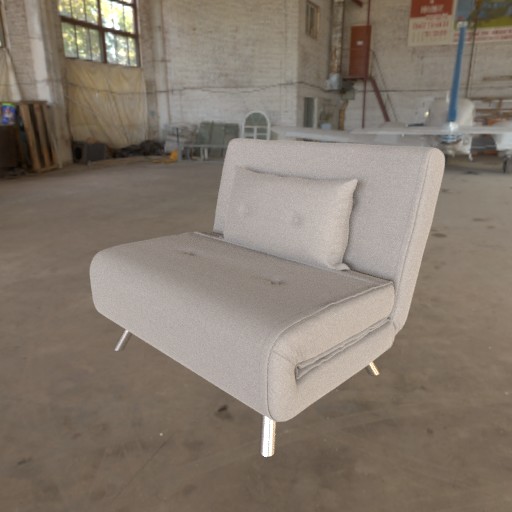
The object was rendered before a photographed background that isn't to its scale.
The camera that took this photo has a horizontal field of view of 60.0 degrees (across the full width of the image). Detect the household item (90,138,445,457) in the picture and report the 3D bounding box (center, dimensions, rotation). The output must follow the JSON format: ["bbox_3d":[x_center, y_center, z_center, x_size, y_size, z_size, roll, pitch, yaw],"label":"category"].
[{"bbox_3d":[0.000,0.000,1.653,1.000,0.800,0.874,16,24,42],"label":"household item"}]
